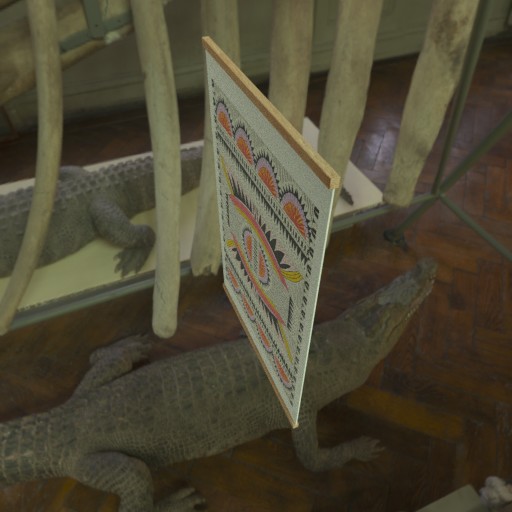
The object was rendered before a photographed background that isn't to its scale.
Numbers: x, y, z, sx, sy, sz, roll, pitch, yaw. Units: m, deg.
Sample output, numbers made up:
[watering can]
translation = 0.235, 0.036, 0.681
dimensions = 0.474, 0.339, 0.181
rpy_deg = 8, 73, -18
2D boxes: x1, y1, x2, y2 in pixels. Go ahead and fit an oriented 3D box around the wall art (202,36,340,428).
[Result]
[wall art]
translation = 0.000, 0.000, 1.979
dimensions = 0.028, 1.533, 0.999
rpy_deg = -18, 49, -16
